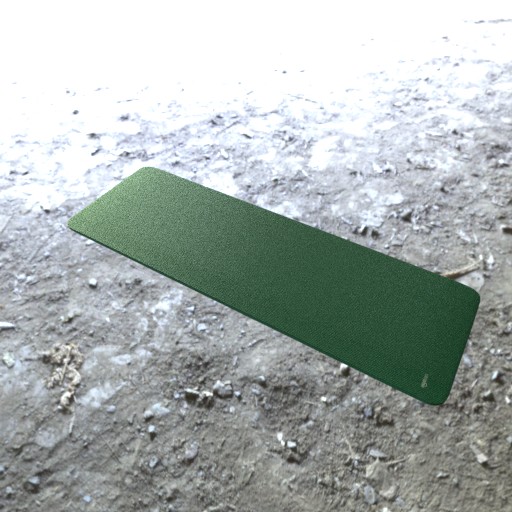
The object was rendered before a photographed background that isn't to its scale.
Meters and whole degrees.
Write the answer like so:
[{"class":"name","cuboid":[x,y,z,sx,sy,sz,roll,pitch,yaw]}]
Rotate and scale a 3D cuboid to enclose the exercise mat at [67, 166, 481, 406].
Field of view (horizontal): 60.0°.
[{"class":"exercise mat","cuboid":[0.000,0.000,2.028,1.869,0.021,0.616,23,49,22]}]
